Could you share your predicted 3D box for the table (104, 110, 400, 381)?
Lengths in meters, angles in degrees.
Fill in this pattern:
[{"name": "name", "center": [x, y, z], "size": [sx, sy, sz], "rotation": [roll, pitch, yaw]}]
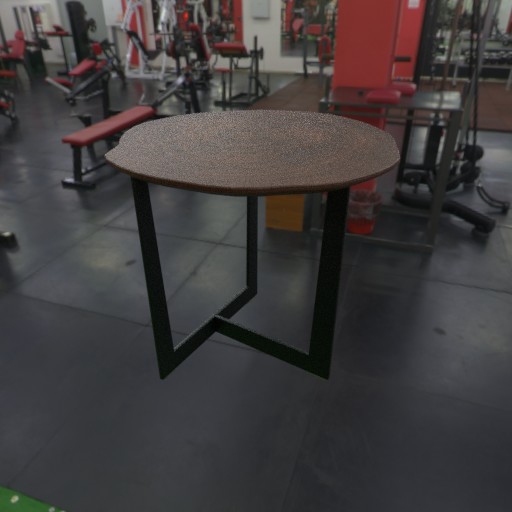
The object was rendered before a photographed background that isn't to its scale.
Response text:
[{"name": "table", "center": [0.000, 0.000, 0.893], "size": [0.494, 0.476, 0.477], "rotation": [11, 32, 19]}]
